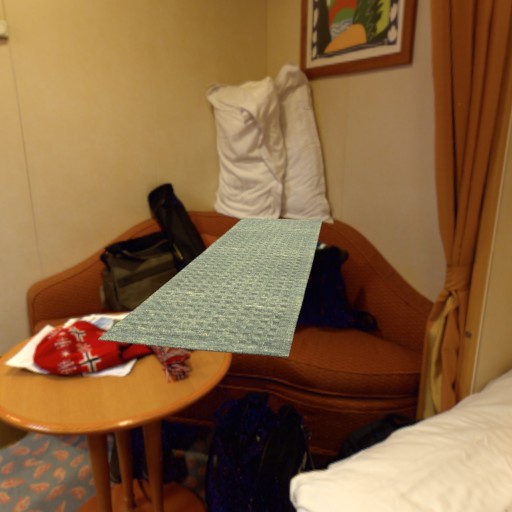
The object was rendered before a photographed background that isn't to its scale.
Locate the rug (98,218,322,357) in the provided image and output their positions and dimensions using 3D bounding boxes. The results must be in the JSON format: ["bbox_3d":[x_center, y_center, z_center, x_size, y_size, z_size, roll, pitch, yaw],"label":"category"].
[{"bbox_3d":[0.000,0.000,2.677,0.688,0.008,2.443,3,16,10],"label":"rug"}]
